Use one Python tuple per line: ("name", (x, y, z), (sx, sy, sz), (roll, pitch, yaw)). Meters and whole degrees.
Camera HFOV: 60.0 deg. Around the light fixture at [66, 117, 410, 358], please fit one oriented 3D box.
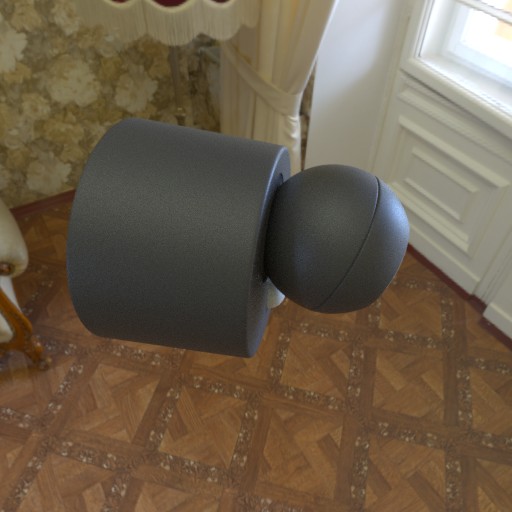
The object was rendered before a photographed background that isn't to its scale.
("light fixture", (0.000, 0.000, 0.266), (0.160, 0.143, 0.134), (10, 48, 9))
